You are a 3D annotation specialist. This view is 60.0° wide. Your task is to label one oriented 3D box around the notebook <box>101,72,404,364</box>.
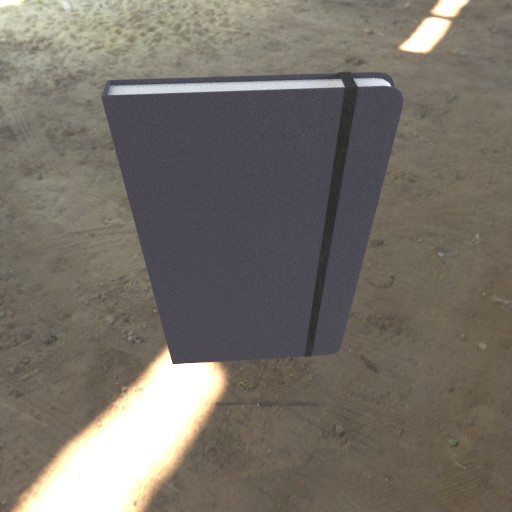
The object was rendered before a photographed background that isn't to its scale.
[{"bbox_3d":[0.000,0.000,0.264,0.127,0.213,0.016,-3,46,-3],"label":"notebook"}]
